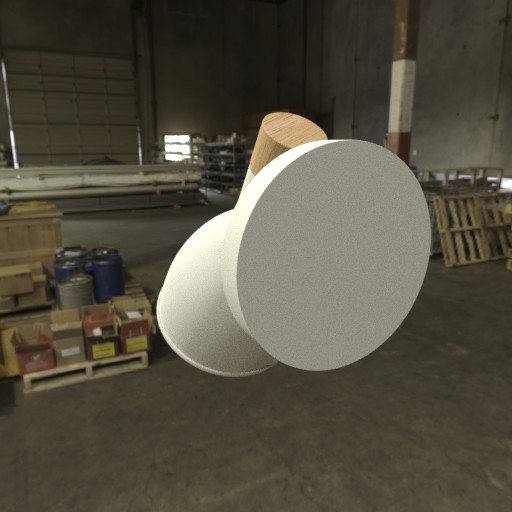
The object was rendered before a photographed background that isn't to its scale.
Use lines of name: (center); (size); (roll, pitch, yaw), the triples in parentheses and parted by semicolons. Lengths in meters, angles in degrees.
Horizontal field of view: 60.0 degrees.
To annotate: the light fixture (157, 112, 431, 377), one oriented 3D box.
light fixture: (0.000, 0.000, 0.330); (0.127, 0.199, 0.209); (-7, 15, -26)
